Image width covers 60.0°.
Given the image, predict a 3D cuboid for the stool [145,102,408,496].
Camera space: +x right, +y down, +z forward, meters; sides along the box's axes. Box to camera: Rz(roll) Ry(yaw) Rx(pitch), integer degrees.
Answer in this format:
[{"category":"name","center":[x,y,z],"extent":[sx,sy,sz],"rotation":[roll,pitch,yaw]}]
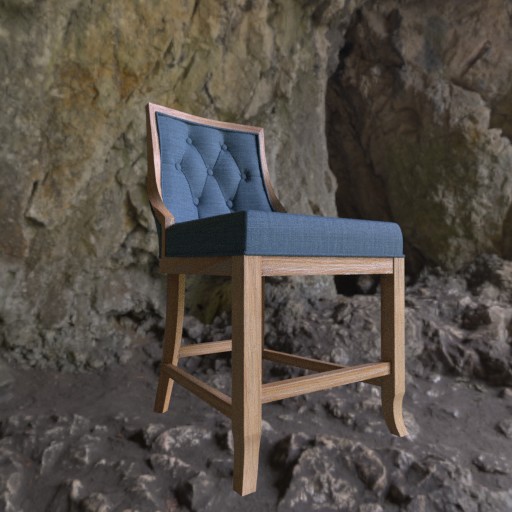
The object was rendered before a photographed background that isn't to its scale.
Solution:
[{"category":"stool","center":[0.000,0.000,1.258],"extent":[0.524,0.938,0.626],"rotation":[1,-1,-36]}]
